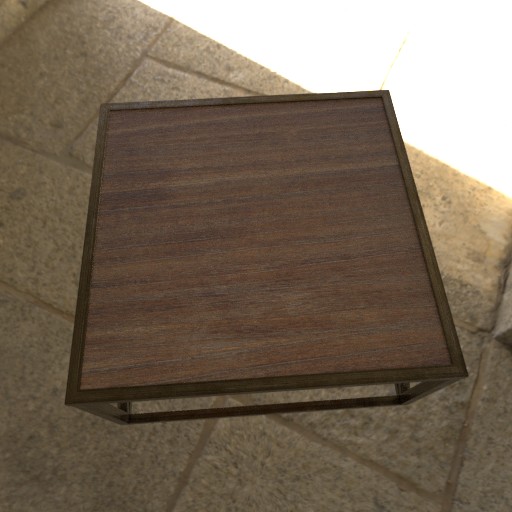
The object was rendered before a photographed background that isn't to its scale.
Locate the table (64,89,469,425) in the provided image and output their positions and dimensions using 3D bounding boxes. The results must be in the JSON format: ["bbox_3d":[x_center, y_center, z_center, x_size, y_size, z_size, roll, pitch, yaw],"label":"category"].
[{"bbox_3d":[0.000,0.000,1.393,0.909,0.451,0.899,-3,64,-2],"label":"table"}]
